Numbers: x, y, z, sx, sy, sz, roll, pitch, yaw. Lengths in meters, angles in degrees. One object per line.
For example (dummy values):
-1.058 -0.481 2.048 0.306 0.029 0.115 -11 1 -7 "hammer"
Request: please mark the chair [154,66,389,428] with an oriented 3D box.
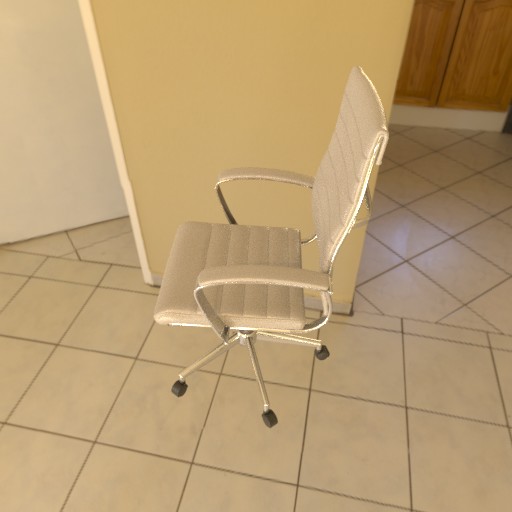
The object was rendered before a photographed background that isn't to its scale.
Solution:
0.000 0.000 1.545 0.667 1.149 0.679 1 41 2 "chair"
